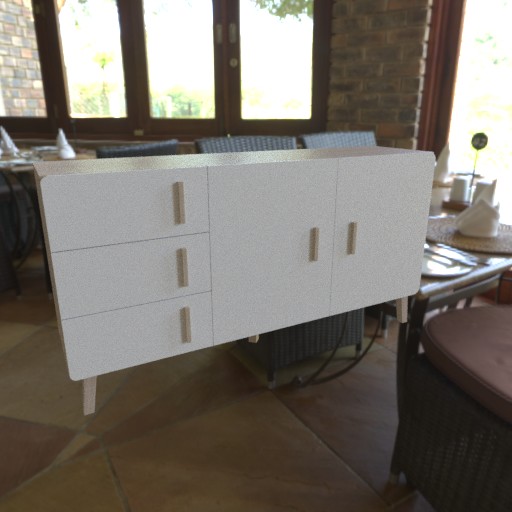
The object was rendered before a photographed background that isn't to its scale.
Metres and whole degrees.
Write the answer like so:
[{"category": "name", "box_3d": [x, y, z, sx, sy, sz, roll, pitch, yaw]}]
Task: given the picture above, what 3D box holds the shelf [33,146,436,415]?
[{"category": "shelf", "box_3d": [0.000, 0.000, 1.776, 1.490, 0.780, 0.400, -9, 21, -26]}]
